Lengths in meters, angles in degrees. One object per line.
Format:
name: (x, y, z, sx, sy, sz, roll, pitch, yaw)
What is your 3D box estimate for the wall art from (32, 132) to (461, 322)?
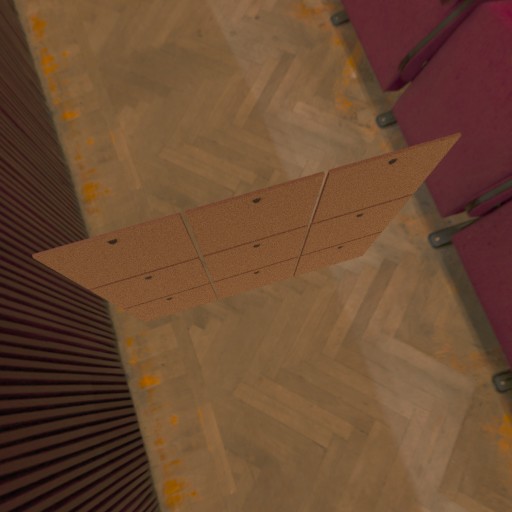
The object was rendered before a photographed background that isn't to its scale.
wall art: (0.000, 0.000, 2.251, 1.533, 1.532, 0.019, -17, 74, -5)
